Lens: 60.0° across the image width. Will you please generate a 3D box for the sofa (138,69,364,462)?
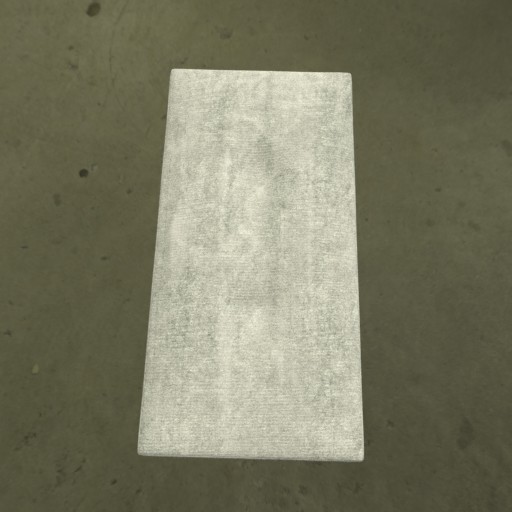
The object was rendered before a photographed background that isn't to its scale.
[{"bbox_3d":[0.000,0.000,1.126,0.480,0.330,0.930,1,75,0],"label":"sofa"}]
